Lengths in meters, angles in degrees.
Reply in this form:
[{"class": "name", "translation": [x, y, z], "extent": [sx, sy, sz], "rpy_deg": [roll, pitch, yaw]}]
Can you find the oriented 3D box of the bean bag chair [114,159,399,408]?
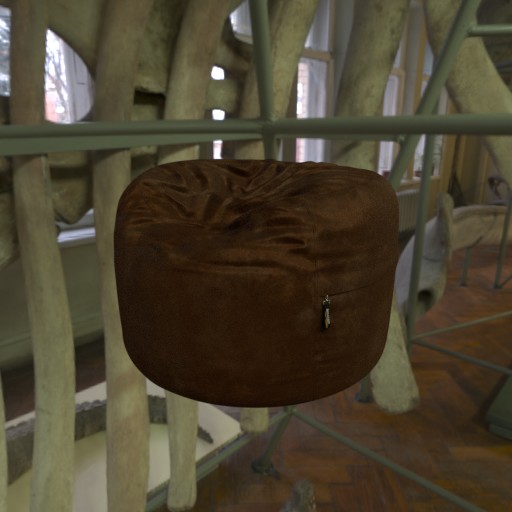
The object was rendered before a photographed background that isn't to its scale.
[{"class": "bean bag chair", "translation": [0.000, 0.000, 1.501], "extent": [0.918, 0.616, 0.918], "rpy_deg": [0, 16, 0]}]
